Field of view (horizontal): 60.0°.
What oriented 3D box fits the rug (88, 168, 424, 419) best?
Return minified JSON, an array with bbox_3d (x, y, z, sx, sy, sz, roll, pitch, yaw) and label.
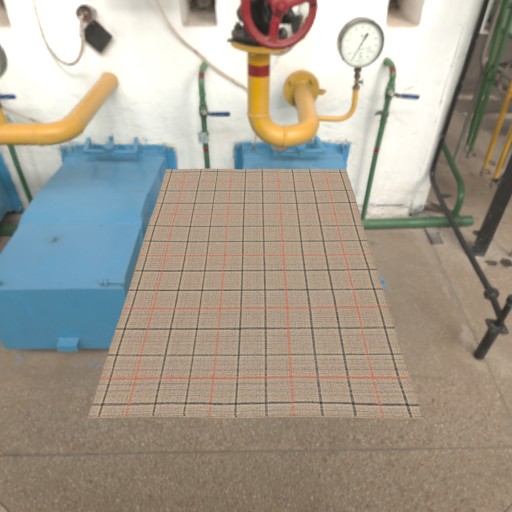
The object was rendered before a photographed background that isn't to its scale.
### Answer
[{"bbox_3d":[0.000,0.000,2.306,1.220,0.013,1.829,0,40,0],"label":"rug"}]
